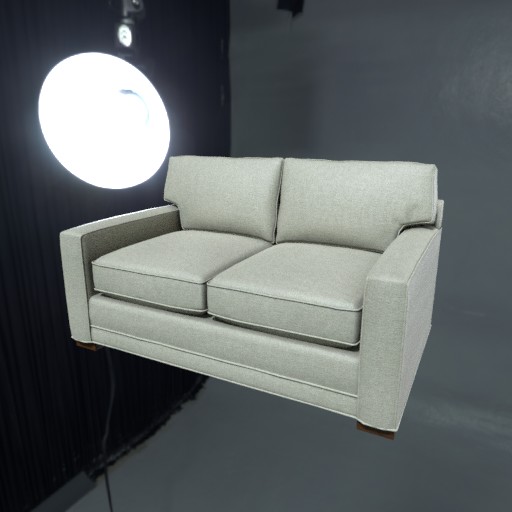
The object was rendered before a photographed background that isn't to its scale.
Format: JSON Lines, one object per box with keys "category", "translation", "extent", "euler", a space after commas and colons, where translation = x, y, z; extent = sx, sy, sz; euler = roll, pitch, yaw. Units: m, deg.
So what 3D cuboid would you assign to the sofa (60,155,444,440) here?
{"category": "sofa", "translation": [0.000, 0.000, 2.032], "extent": [1.484, 0.853, 0.940], "euler": [8, 17, 26]}
